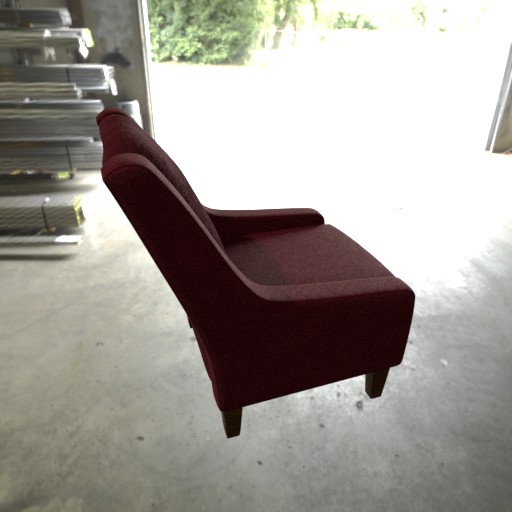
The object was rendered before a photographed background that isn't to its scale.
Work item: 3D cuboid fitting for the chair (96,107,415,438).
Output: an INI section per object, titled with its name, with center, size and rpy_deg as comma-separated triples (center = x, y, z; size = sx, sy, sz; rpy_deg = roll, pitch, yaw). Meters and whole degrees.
[chair]
center = 0.000, 0.000, 1.668
size = 0.985, 1.017, 0.793
rpy_deg = -9, 29, -16
